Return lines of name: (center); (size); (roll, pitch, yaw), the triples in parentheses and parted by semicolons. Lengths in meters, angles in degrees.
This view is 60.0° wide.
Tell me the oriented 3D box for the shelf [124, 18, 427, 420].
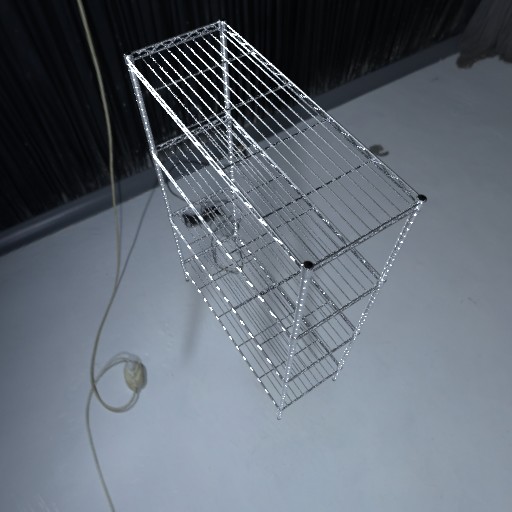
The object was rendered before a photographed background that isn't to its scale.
shelf: (0.000, 0.000, 1.736); (0.352, 1.360, 0.907); (-29, 62, -17)
